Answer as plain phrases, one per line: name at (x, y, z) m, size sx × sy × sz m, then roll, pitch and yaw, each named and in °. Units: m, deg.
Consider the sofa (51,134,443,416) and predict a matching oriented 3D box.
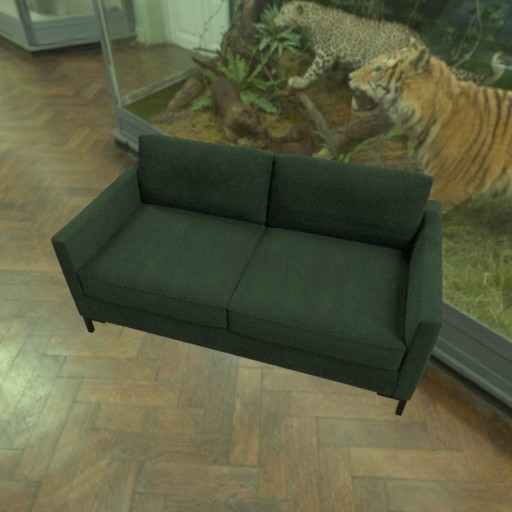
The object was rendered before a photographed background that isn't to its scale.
sofa at (0.000, 0.000, 2.190) m, size 1.676 × 0.817 × 0.875 m, roll 11°, pitch 41°, yaw 13°
